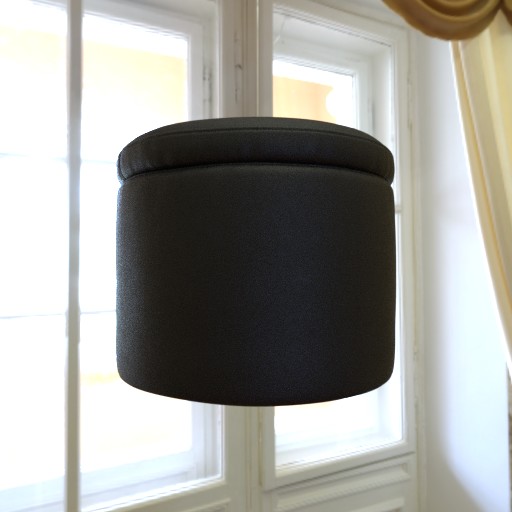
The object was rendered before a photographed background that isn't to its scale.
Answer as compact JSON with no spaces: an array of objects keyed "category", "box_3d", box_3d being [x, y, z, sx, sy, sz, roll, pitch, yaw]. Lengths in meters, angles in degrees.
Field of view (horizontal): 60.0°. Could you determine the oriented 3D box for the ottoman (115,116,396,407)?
[{"category":"ottoman","box_3d":[0.000,0.000,0.830,0.501,0.409,0.501,0,-1,0]}]
